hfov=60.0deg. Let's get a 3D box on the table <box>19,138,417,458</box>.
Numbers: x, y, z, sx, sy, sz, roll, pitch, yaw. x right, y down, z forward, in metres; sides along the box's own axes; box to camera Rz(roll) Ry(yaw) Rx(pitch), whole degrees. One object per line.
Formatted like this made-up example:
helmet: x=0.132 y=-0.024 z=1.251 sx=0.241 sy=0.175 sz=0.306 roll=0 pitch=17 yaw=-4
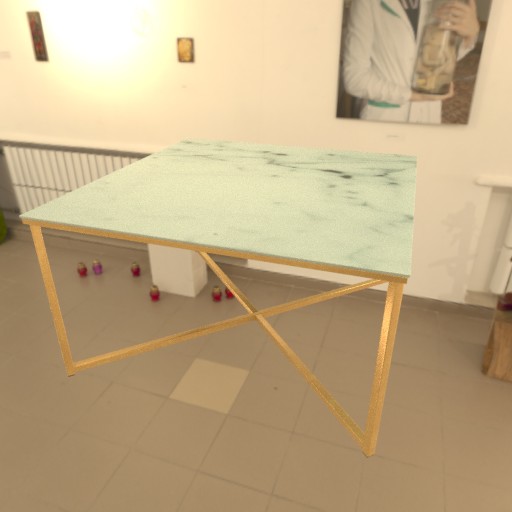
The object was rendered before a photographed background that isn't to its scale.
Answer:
table: x=0.000 y=0.000 z=1.272 sx=0.800 sy=0.450 sz=0.800 roll=9 pitch=28 yaw=17
